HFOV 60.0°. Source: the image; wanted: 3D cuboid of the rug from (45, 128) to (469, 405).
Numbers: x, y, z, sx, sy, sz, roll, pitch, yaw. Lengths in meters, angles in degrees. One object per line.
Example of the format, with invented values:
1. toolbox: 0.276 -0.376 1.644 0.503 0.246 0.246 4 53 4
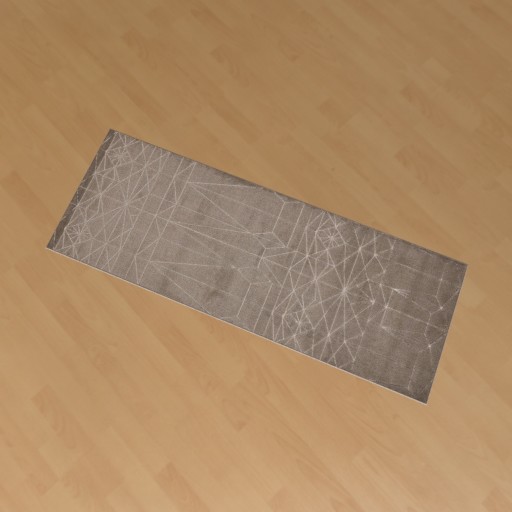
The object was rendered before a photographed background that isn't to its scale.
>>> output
1. rug: 0.000 0.000 2.657 2.388 0.012 0.864 22 77 5
